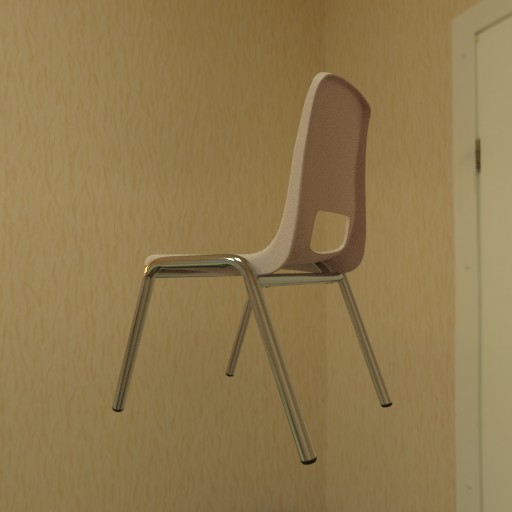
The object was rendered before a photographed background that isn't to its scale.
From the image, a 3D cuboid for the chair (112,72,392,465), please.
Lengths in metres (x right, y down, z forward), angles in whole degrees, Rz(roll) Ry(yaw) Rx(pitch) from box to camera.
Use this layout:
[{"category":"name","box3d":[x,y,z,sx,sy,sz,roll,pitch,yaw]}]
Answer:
[{"category":"chair","box3d":[0.000,0.000,0.859,0.423,0.586,0.354,-1,-2,36]}]
